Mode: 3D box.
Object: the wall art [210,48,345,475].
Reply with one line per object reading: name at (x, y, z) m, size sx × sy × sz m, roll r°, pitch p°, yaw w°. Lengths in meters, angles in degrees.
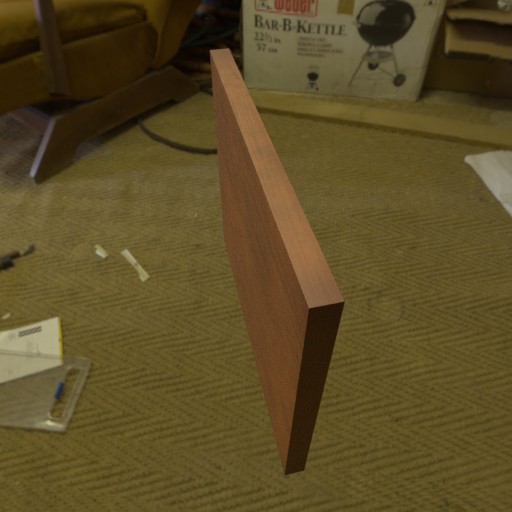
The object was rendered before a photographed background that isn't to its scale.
wall art at (0.000, 0.000, 0.742) m, size 0.033 × 0.457 × 0.558 m, roll -10°, pitch 48°, yaw -9°
